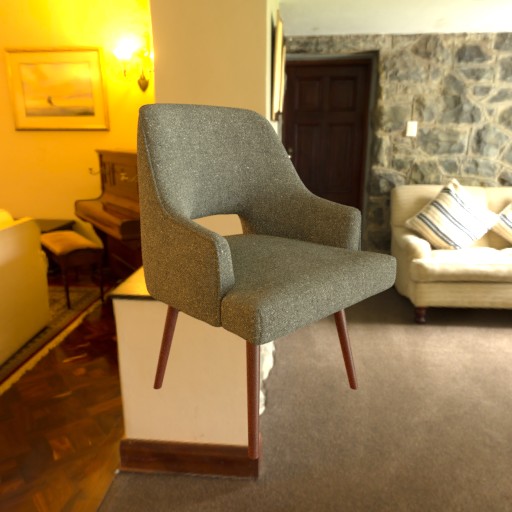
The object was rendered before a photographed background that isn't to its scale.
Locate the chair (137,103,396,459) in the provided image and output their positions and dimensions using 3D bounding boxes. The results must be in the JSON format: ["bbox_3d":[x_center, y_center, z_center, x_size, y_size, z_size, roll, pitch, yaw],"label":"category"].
[{"bbox_3d":[0.000,0.000,1.305,0.608,0.875,0.629,-14,21,-43],"label":"chair"}]
